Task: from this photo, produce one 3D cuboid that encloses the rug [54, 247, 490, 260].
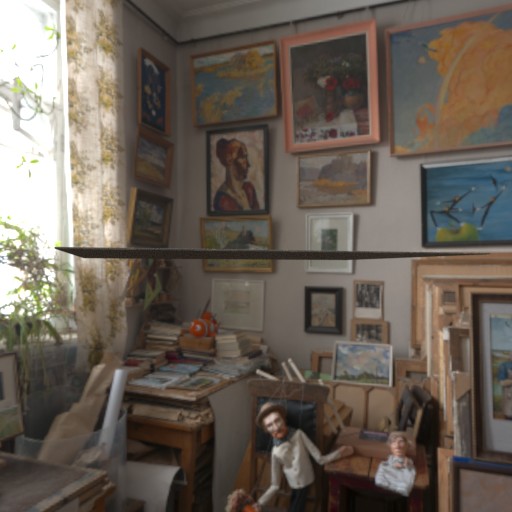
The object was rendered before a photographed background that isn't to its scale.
[{"bbox_3d":[0.000,0.000,4.379,3.353,0.013,2.438,1,-2,-17],"label":"rug"}]
